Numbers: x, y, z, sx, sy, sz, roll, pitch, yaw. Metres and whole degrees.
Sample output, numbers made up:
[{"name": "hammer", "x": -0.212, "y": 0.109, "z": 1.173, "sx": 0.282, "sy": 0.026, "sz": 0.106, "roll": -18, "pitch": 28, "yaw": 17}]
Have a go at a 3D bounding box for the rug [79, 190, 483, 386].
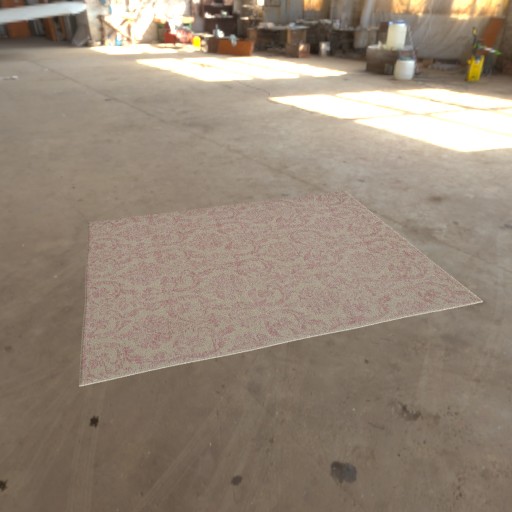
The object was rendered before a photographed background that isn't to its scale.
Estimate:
[{"name": "rug", "x": 0.000, "y": 0.000, "z": 4.049, "sx": 2.980, "sy": 0.012, "sz": 2.363, "roll": -9, "pitch": 32, "yaw": -14}]
